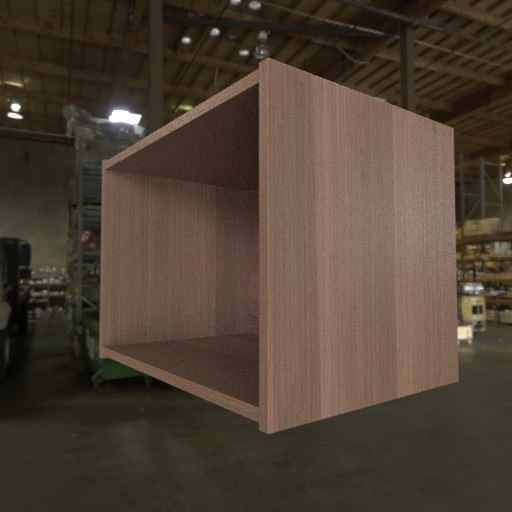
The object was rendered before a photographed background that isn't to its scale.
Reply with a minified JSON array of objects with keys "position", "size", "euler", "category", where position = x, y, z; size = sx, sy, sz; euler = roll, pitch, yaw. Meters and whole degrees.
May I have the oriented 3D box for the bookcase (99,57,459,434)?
[{"position":[0.000,0.000,0.610],"size":[0.290,0.305,0.415],"euler":[2,-3,-37],"category":"bookcase"}]
